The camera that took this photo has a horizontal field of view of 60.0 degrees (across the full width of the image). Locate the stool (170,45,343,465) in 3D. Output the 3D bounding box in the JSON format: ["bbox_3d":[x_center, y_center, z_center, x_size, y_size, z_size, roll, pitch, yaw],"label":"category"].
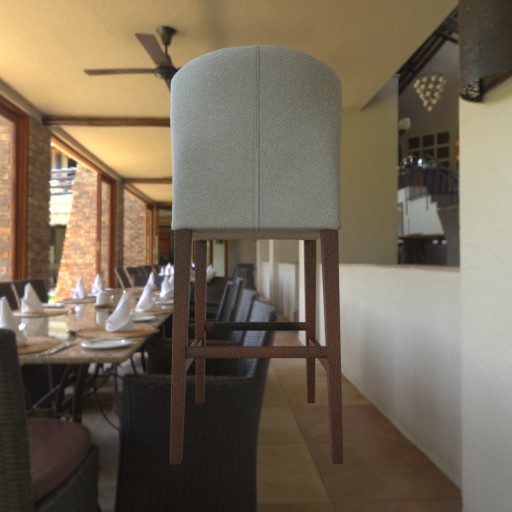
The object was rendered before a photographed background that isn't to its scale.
[{"bbox_3d":[0.000,0.000,1.391,0.479,1.069,0.568,0,-1,0],"label":"stool"}]
